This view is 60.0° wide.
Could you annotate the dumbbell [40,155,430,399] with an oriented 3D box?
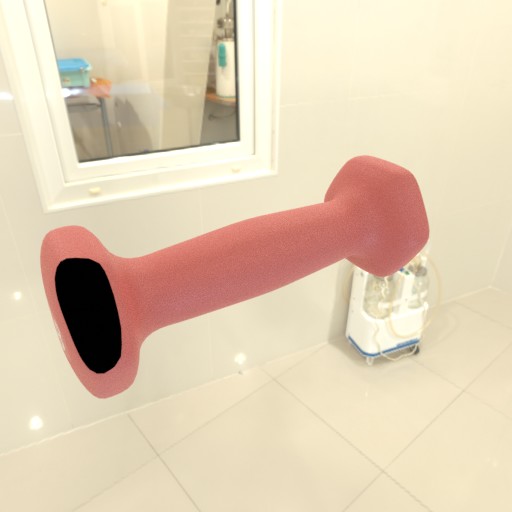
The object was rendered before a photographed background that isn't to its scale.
[{"bbox_3d":[0.000,0.000,0.142,0.123,0.043,0.047,-19,35,-28],"label":"dumbbell"}]
